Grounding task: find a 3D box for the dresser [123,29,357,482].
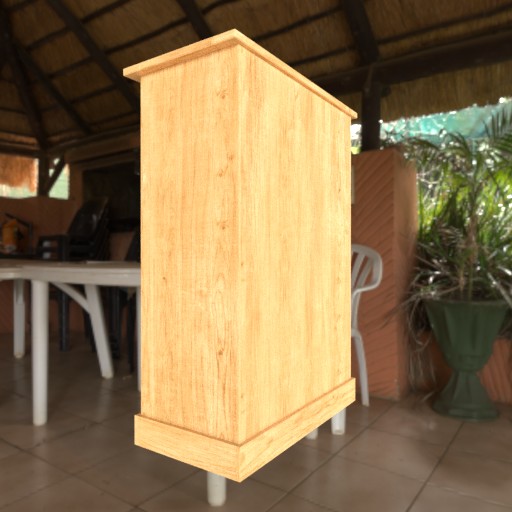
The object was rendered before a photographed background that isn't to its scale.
[{"bbox_3d":[0.000,0.000,1.770,0.485,1.300,0.915,0,0,34],"label":"dresser"}]
